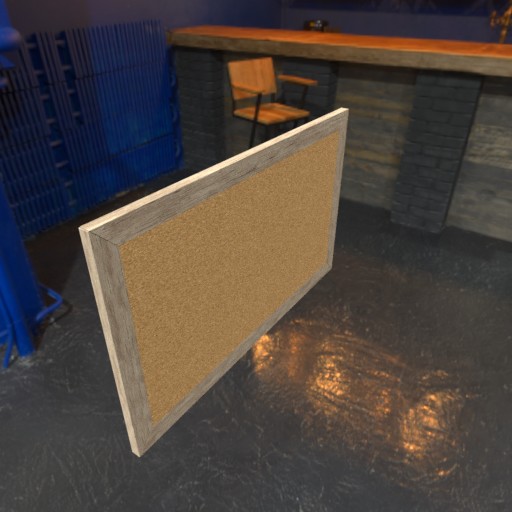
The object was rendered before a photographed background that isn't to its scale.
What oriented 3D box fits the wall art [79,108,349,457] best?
[{"bbox_3d":[0.000,0.000,0.973,0.021,0.480,0.780,21,37,29],"label":"wall art"}]
